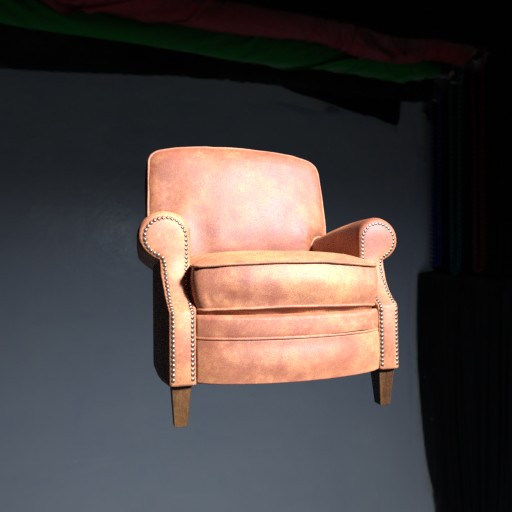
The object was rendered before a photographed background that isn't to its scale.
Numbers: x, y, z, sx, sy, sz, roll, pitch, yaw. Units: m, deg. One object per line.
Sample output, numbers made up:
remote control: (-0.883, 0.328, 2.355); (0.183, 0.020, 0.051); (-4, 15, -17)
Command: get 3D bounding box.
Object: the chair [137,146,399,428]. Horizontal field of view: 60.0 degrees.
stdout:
chair: (0.000, 0.000, 1.773); (0.936, 1.018, 0.986); (0, -1, -17)
